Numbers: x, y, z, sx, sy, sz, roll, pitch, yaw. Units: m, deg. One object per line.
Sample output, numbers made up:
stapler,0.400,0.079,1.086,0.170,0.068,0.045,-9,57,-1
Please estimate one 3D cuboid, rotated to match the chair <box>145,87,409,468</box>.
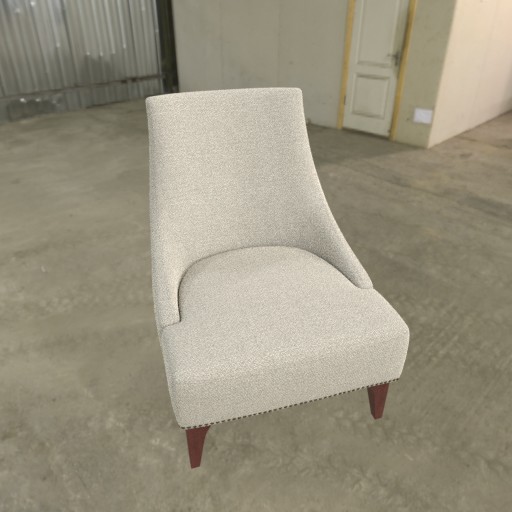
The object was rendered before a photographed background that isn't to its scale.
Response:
chair,0.000,0.000,1.469,0.701,0.909,0.861,-9,33,-14
